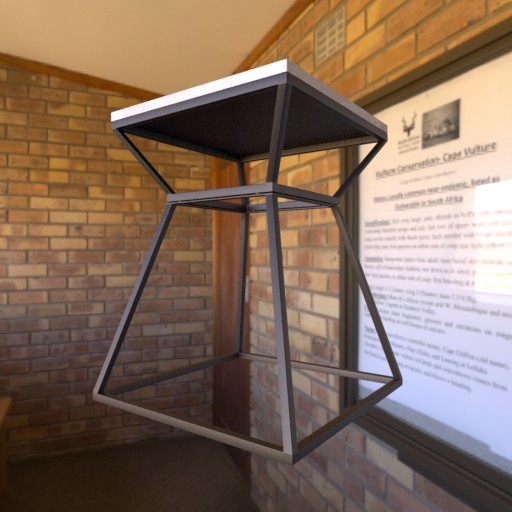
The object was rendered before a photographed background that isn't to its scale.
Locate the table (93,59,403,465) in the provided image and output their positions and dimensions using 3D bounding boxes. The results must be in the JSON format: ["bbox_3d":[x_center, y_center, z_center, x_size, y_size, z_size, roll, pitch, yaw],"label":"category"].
[{"bbox_3d":[0.000,0.000,0.908,0.455,0.559,0.455,0,0,36],"label":"table"}]
